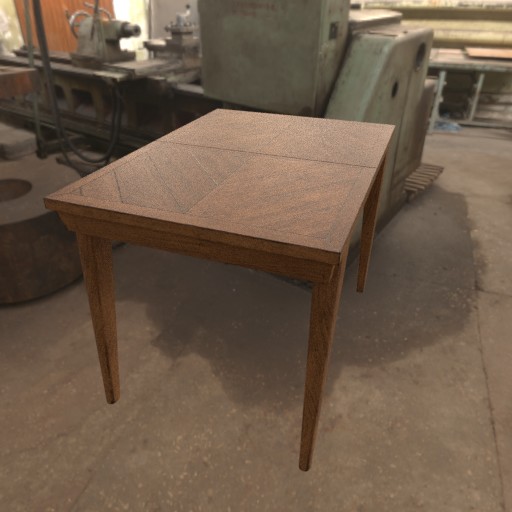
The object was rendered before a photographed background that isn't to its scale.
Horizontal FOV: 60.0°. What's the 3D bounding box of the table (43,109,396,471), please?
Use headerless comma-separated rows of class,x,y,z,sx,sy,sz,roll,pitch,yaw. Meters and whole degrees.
table,0.000,0.000,1.609,0.757,0.760,1.027,11,33,18
